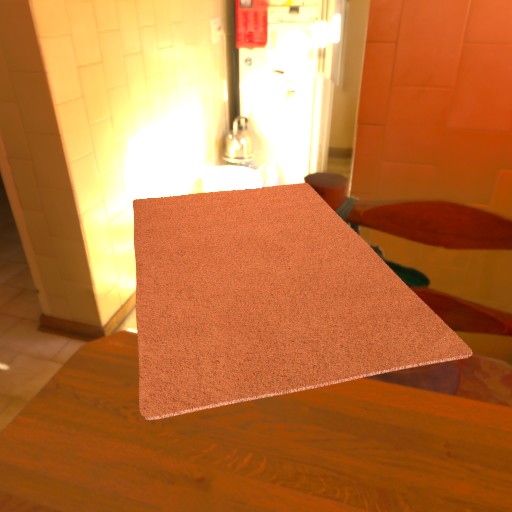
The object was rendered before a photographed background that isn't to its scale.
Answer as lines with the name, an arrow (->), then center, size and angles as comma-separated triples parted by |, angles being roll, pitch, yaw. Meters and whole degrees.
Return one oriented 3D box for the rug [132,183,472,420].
rug -> 0.000, 0.000, 3.377 | 1.801, 0.024, 2.700 | -7, 31, -12
